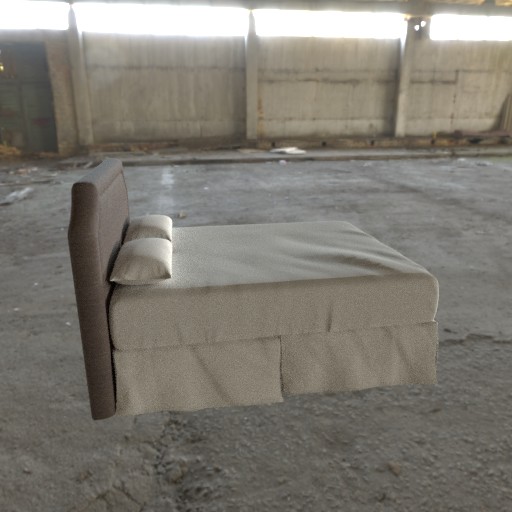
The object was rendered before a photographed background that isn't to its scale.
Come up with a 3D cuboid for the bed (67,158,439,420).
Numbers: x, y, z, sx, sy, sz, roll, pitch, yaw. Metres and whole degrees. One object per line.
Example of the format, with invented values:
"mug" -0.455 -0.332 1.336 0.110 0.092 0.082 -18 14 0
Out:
"bed" 0.000 0.000 3.169 2.116 1.290 1.693 -3 18 -10
